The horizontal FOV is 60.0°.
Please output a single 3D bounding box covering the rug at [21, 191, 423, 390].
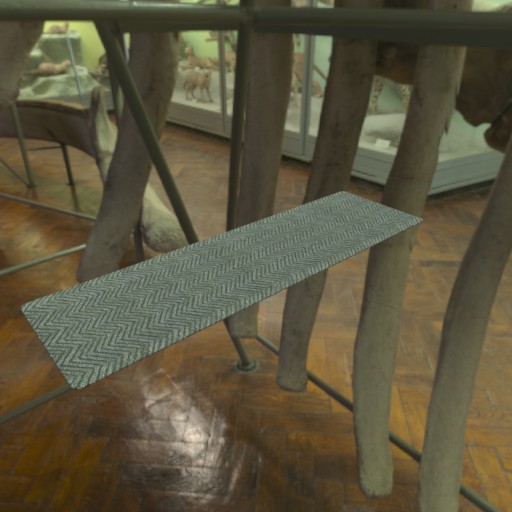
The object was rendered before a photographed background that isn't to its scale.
[{"bbox_3d":[0.000,0.000,2.461,2.286,0.008,0.686,-22,36,-34],"label":"rug"}]
